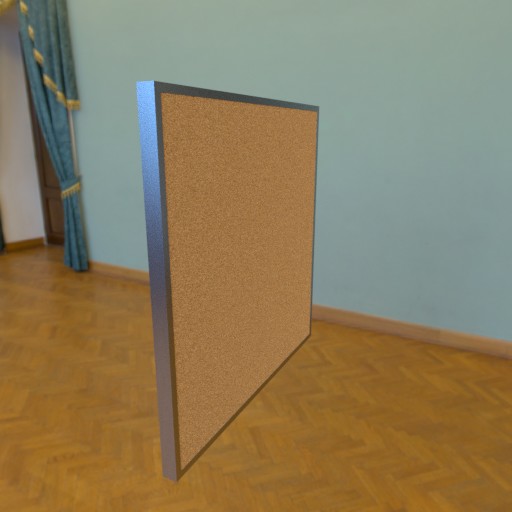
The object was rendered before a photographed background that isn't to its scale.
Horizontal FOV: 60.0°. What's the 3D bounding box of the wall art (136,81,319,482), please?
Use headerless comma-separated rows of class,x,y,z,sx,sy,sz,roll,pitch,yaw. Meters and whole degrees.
wall art,0.000,0.000,1.197,0.038,0.806,0.806,8,17,27
